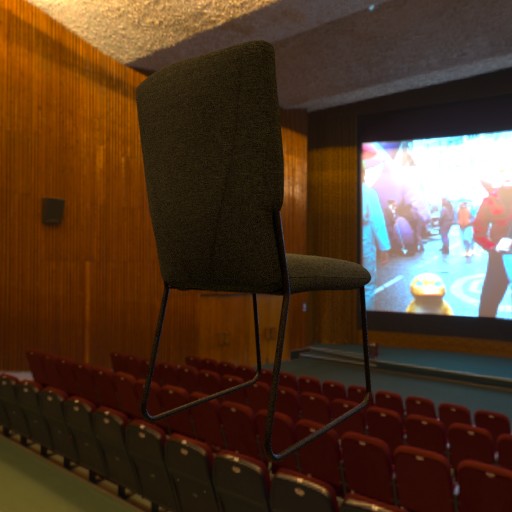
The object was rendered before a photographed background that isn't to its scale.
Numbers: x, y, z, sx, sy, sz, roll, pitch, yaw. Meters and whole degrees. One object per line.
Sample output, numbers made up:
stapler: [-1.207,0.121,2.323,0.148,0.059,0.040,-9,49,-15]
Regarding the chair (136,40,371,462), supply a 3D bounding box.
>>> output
chair: [0.000,0.000,1.282,0.480,0.931,0.635,-1,-1,36]
